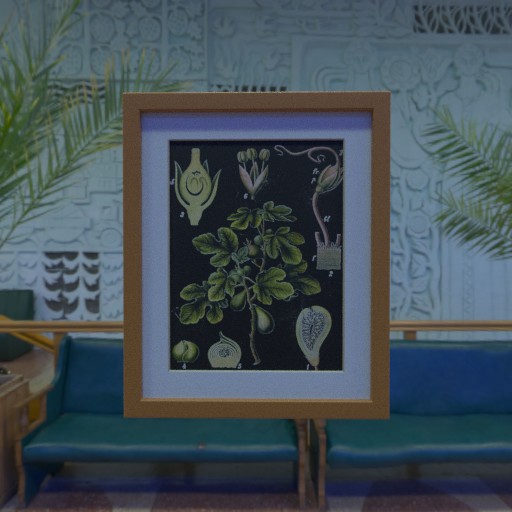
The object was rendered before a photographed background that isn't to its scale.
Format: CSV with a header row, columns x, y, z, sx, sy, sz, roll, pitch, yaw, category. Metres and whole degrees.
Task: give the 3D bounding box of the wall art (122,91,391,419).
x,y,z,sx,sy,sz,roll,pitch,yaw,category
0.000,0.000,0.760,0.452,0.553,0.022,0,1,1,wall art
